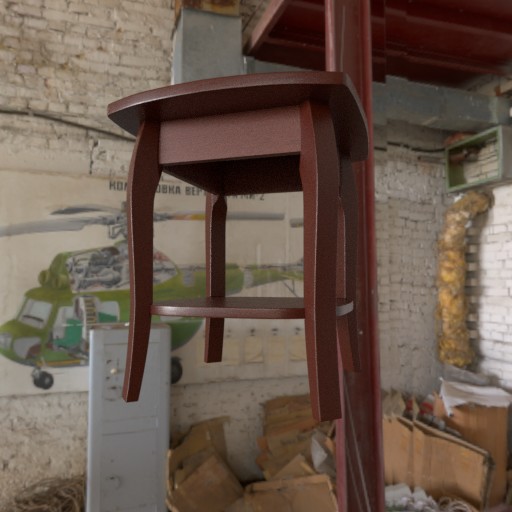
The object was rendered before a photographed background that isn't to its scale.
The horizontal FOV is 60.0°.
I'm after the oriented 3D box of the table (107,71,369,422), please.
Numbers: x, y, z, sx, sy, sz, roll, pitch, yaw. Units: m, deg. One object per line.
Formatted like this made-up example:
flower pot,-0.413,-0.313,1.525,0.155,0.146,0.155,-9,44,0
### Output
table,0.000,0.000,0.875,0.433,0.496,0.502,-1,-3,18
